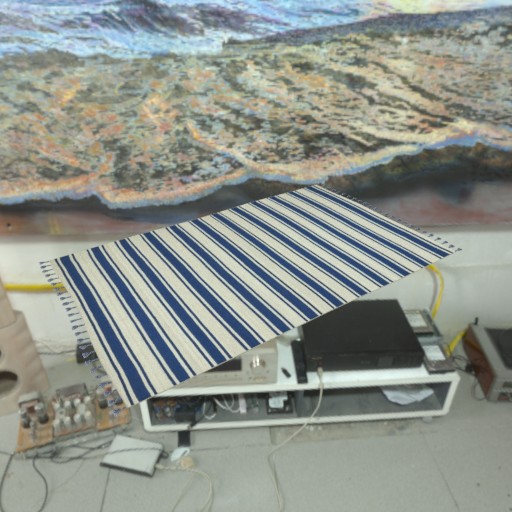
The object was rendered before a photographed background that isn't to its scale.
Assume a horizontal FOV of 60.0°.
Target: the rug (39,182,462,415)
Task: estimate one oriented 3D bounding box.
[{"bbox_3d":[0.000,0.000,2.537,2.108,0.009,1.248,-20,37,-29],"label":"rug"}]
